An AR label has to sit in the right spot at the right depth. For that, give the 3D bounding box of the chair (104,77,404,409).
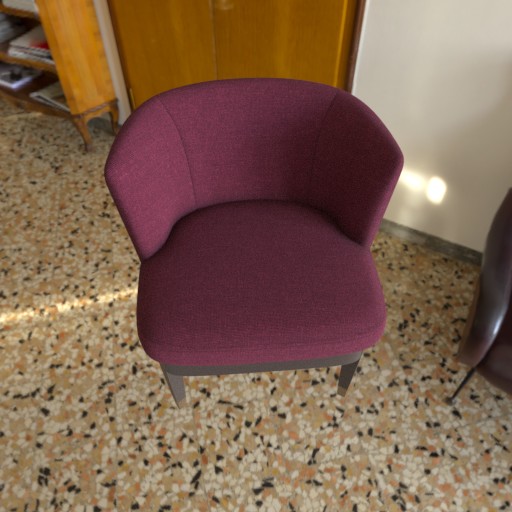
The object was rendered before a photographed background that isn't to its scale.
[{"bbox_3d":[0.000,0.000,1.274,0.700,0.760,0.660,-3,46,-3],"label":"chair"}]
